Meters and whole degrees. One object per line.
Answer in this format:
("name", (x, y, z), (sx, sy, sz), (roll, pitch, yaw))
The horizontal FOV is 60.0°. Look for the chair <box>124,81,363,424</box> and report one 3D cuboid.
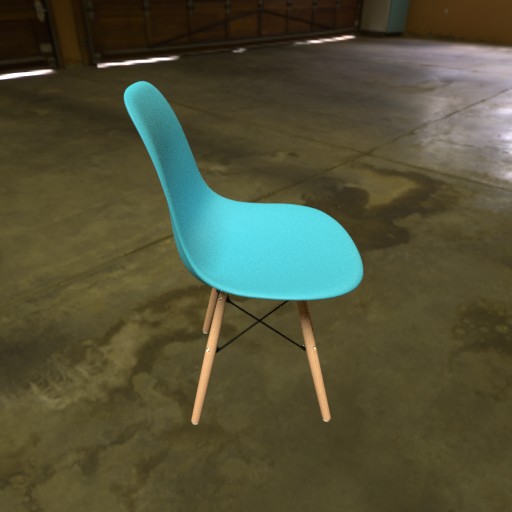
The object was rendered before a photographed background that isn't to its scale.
("chair", (0.000, 0.000, 1.139), (0.531, 0.826, 0.470), (0, 31, -1))
